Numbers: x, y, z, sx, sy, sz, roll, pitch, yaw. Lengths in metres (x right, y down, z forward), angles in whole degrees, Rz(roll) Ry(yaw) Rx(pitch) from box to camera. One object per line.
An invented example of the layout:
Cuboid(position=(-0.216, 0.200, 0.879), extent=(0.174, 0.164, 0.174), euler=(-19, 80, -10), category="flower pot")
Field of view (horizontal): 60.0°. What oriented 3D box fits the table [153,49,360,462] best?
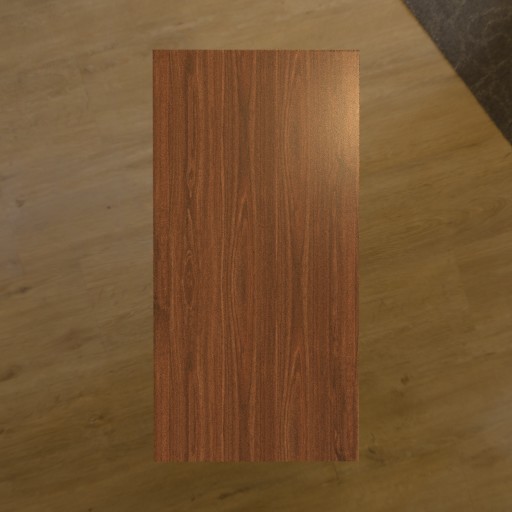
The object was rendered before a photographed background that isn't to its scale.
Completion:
Cuboid(position=(0.000, 0.000, 1.491), extent=(0.600, 0.400, 1.200), euler=(0, 91, 0), category="table")
